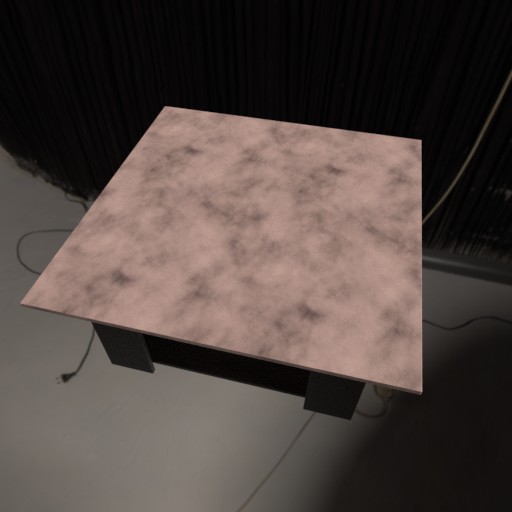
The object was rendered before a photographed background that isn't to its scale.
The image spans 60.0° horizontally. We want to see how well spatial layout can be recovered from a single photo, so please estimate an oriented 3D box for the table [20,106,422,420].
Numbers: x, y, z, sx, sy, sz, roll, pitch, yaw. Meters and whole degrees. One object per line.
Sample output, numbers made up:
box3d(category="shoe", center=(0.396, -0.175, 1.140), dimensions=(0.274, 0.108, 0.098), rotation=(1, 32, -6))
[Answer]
box3d(category="table", center=(0.000, 0.000, 1.037), dimensions=(0.670, 0.305, 0.670), rotation=(10, 49, 9))
